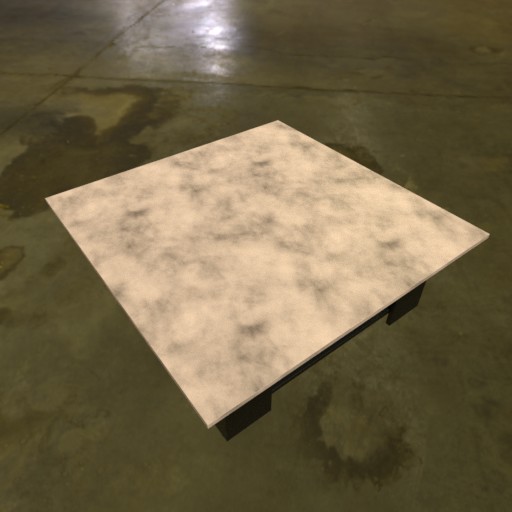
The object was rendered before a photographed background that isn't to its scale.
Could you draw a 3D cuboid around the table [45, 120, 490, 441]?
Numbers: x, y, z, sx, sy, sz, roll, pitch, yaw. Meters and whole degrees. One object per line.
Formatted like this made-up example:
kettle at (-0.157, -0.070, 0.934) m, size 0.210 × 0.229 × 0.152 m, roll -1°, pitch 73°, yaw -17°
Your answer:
table at (0.000, 0.000, 1.346) m, size 0.890 × 0.305 × 0.890 m, roll -27°, pitch 48°, yaw -27°
